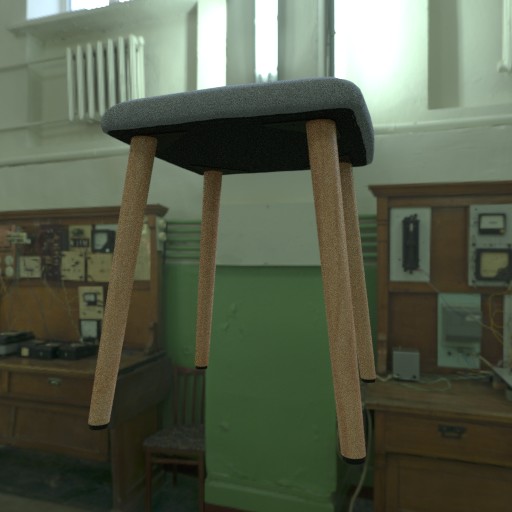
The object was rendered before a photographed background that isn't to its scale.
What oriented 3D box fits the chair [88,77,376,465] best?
[{"bbox_3d":[0.000,0.000,0.677,0.350,0.440,0.350,0,0,17],"label":"chair"}]
